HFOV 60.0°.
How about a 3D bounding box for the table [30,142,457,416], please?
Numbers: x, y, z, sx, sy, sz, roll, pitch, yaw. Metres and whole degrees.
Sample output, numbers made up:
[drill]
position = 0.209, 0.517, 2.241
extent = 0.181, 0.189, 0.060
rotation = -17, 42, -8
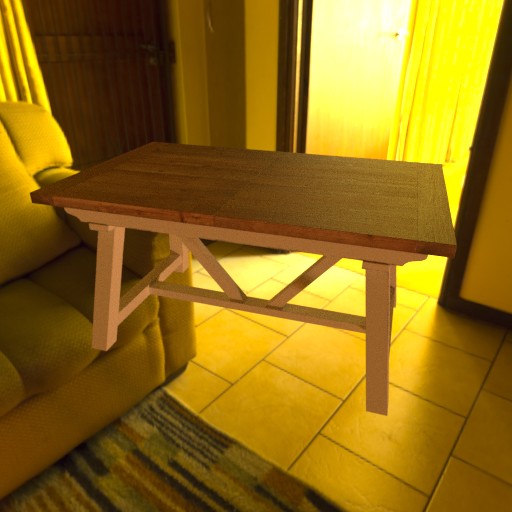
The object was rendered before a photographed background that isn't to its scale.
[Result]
[table]
position = 0.000, 0.000, 2.028
extent = 1.503, 0.743, 0.922
rotation = 8, 28, 16
